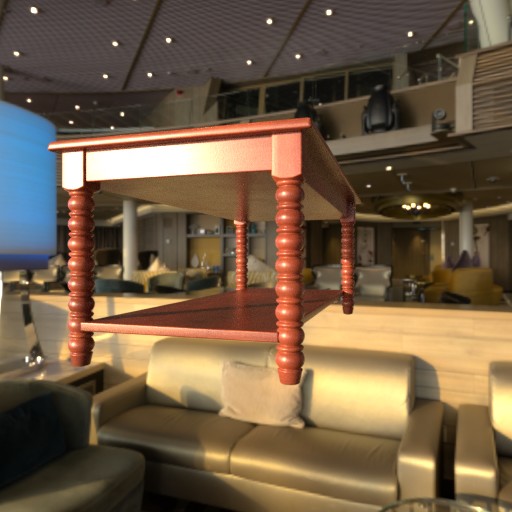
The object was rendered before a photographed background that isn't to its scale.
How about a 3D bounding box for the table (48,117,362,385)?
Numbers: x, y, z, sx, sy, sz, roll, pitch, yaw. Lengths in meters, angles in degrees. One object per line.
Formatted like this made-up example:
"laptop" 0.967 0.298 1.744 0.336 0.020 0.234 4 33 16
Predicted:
"table" 0.000 0.000 1.418 0.580 0.485 1.171 0 0 17
